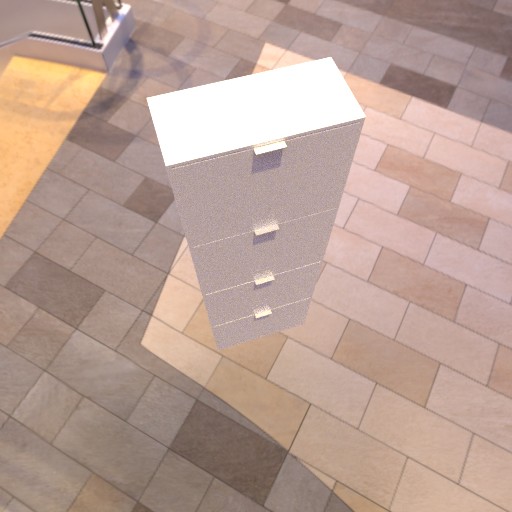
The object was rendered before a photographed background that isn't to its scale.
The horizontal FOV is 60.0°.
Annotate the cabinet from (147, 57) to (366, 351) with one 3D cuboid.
[{"bbox_3d":[0.000,0.000,1.864,0.520,1.630,0.255,-16,64,-8],"label":"cabinet"}]
